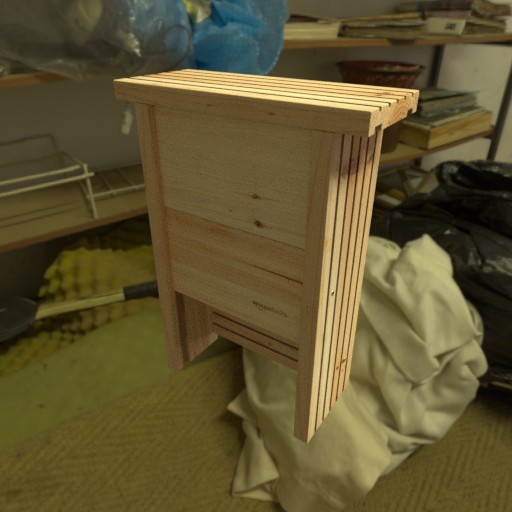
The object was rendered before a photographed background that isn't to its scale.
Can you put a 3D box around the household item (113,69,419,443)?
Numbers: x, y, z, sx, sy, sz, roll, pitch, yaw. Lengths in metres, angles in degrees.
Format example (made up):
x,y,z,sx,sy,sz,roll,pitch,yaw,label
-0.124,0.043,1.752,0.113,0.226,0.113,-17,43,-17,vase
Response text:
x,y,z,sx,sy,sz,roll,pitch,yaw,label
0.000,0.000,0.559,0.301,0.407,0.123,19,34,30,household item
